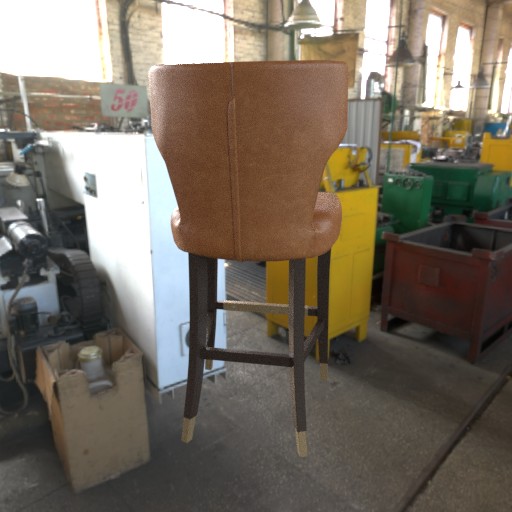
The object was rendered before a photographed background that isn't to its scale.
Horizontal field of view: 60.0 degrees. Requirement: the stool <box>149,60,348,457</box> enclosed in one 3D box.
[{"bbox_3d":[0.000,0.000,1.405,0.526,1.092,0.563,3,16,10],"label":"stool"}]
